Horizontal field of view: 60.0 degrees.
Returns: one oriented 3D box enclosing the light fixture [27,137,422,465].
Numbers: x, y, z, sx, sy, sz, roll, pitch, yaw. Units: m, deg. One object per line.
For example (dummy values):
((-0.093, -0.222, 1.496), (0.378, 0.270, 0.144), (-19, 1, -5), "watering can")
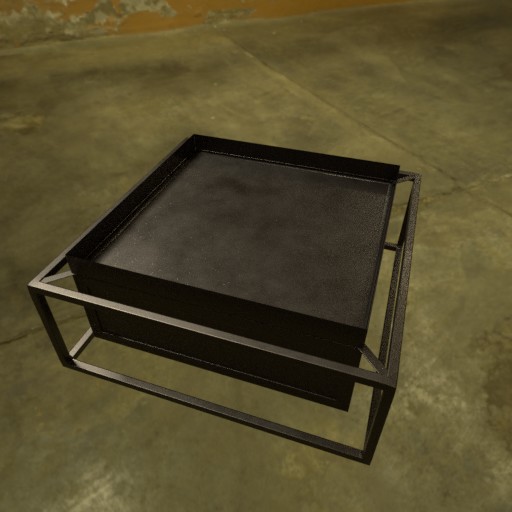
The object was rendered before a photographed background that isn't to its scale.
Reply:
((0.000, 0.000, 0.687), (0.441, 0.191, 0.441), (12, 41, 15), "light fixture")
